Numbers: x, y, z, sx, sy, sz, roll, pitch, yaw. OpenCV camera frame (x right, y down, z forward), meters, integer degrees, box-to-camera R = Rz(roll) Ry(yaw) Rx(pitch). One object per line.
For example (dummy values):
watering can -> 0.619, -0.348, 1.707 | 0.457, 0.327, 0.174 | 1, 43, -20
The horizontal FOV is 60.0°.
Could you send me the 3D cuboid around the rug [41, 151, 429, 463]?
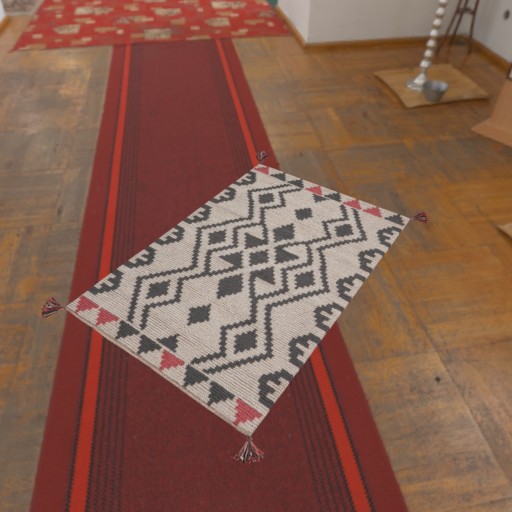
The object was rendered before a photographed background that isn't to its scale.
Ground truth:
rug -> 0.000, 0.000, 2.650 | 1.444, 0.067, 2.069 | 25, 48, 25
